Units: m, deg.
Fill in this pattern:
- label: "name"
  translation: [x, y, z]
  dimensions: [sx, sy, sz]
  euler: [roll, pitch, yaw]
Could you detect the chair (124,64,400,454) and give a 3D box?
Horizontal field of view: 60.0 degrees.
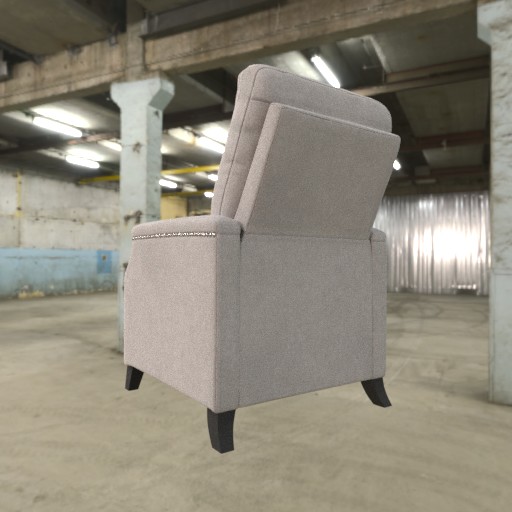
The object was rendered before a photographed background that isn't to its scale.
- label: "chair"
  translation: [0.000, 0.000, 1.627]
  dimensions: [0.710, 1.049, 0.922]
  euler: [1, -2, -35]
